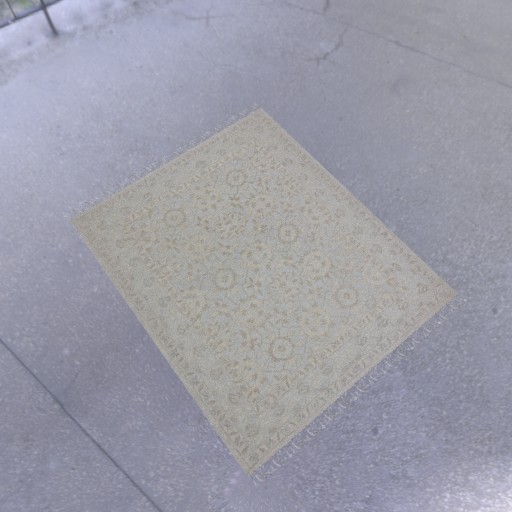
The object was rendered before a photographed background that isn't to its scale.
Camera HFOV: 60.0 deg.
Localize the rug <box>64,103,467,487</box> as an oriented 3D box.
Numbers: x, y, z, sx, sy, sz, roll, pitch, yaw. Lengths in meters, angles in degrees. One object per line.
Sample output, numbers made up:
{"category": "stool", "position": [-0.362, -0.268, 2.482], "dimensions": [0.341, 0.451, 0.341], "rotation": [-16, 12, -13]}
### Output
{"category": "rug", "position": [0.000, 0.000, 4.159], "dimensions": [2.444, 0.013, 3.043], "rotation": [-35, 69, -16]}
